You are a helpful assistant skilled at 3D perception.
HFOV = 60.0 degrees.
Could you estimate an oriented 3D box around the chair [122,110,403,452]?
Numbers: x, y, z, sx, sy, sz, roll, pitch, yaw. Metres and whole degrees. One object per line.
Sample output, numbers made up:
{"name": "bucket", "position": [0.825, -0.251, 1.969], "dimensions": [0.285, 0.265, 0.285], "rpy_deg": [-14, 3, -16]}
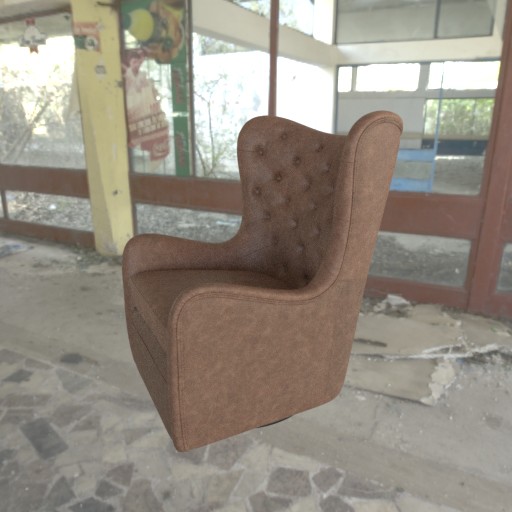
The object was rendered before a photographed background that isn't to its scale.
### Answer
{"name": "chair", "position": [0.000, 0.000, 1.752], "dimensions": [0.930, 1.079, 0.831], "rpy_deg": [-8, 18, -26]}
